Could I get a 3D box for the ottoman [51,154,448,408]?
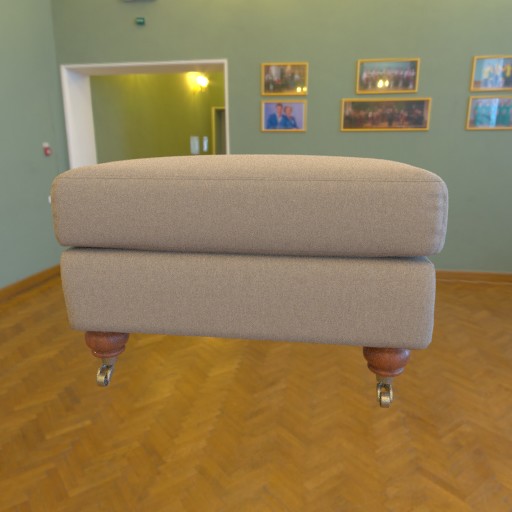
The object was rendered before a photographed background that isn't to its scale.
[{"bbox_3d":[0.000,0.000,1.118,0.773,0.497,0.574,2,14,7],"label":"ottoman"}]
